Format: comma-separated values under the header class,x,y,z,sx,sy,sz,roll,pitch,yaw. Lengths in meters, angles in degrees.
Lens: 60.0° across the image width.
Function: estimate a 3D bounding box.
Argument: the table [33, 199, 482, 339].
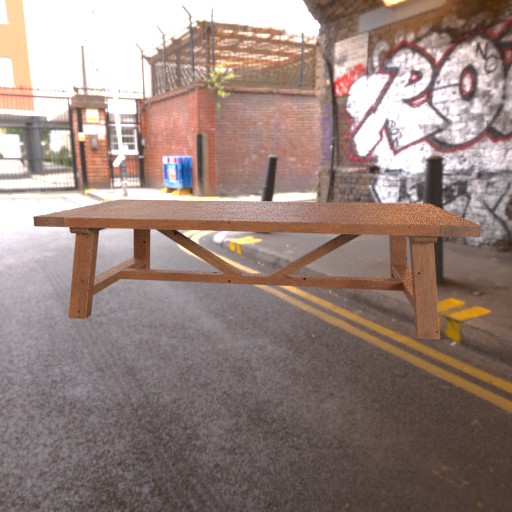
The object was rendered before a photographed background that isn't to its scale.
class,x,y,z,sx,sy,sz,roll,pitch,yaw
table,0.000,0.000,2.204,1.800,0.465,0.820,2,13,8
